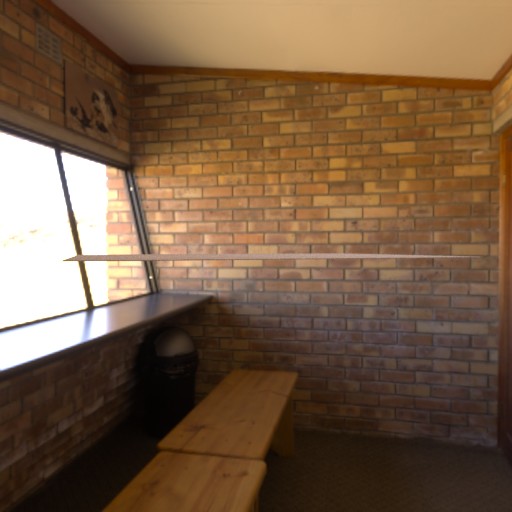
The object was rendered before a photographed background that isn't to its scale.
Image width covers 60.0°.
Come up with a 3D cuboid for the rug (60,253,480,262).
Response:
[{"bbox_3d":[0.000,0.000,3.761,2.895,0.006,1.981,0,1,-19],"label":"rug"}]
